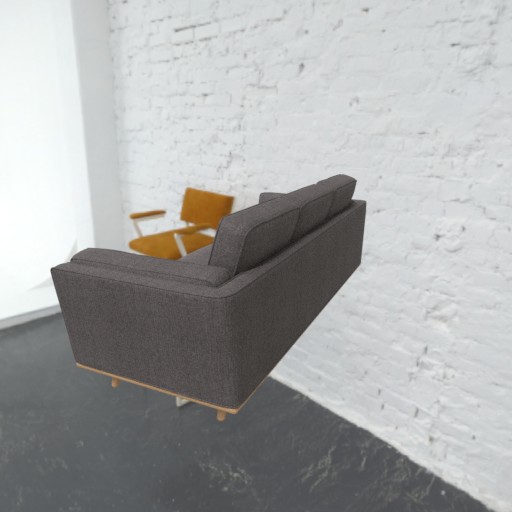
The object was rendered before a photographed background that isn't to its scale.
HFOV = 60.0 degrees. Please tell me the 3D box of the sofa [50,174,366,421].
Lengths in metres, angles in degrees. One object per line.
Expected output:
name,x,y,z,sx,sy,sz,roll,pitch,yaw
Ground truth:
sofa,0.000,0.000,2.814,0.903,0.899,2.362,8,18,24
